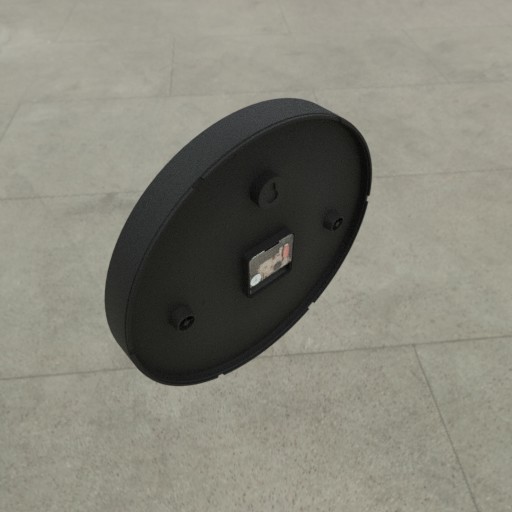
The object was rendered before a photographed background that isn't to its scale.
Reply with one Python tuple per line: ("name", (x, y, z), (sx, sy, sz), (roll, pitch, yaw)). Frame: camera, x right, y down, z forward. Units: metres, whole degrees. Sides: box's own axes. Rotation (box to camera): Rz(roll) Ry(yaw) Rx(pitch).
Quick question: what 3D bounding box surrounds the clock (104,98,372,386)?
("clock", (0.000, 0.000, 0.425), (0.293, 0.293, 0.040), (-32, 54, -27))
